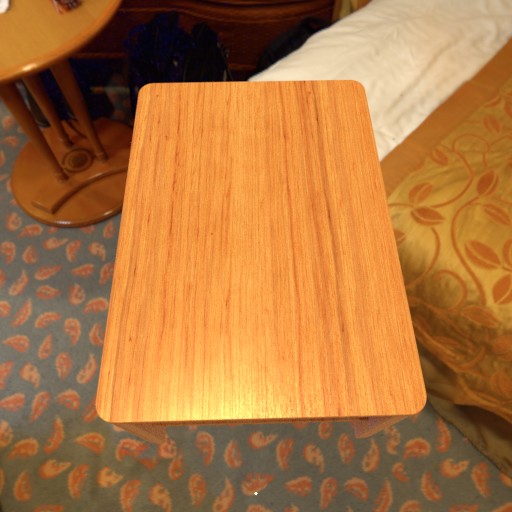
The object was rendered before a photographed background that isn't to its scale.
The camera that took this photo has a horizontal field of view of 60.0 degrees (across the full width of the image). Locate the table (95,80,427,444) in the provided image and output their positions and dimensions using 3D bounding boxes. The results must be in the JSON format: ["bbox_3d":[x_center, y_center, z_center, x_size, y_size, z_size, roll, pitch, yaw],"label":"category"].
[{"bbox_3d":[0.000,0.000,1.342,0.696,0.445,0.997,-1,62,-1],"label":"table"}]
